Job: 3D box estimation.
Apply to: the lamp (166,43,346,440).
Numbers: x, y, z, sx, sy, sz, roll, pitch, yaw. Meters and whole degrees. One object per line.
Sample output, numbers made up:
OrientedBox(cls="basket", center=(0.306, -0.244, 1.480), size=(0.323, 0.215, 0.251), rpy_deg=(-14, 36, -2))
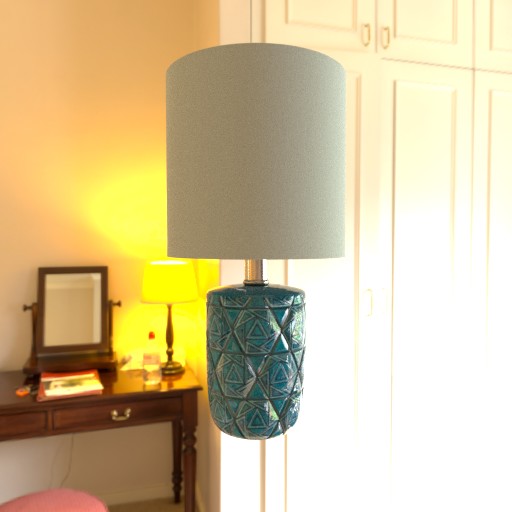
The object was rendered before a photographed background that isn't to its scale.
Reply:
OrientedBox(cls="lamp", center=(0.000, 0.000, 0.488), size=(0.193, 0.377, 0.193), rpy_deg=(1, 2, 37))
